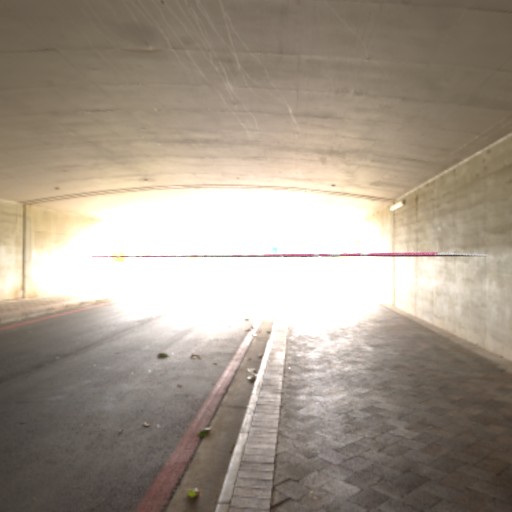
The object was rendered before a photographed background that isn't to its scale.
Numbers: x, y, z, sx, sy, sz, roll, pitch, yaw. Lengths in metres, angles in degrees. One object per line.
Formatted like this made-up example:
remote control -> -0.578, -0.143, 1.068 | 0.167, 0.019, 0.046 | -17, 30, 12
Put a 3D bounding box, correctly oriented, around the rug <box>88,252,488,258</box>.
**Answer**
rug -> 0.000, 0.000, 2.723 | 2.458, 0.011, 0.787 | 0, -1, 37
